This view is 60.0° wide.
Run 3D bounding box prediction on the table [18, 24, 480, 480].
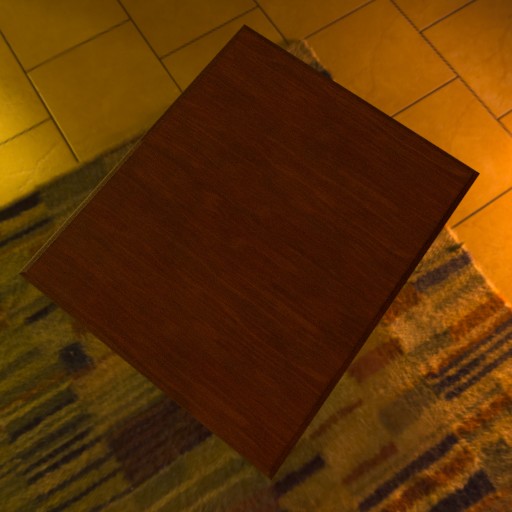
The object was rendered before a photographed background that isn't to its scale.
[{"bbox_3d":[0.000,0.000,1.575,0.838,0.761,0.991,36,78,9],"label":"table"}]
